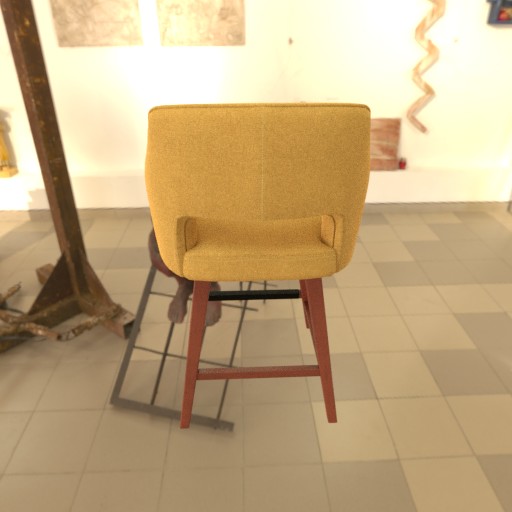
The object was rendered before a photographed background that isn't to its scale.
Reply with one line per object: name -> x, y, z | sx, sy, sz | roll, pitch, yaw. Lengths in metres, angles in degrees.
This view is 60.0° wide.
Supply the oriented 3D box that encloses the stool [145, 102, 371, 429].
stool -> 0.000, 0.000, 1.255 | 0.548, 0.924, 0.558 | -1, 29, -2
